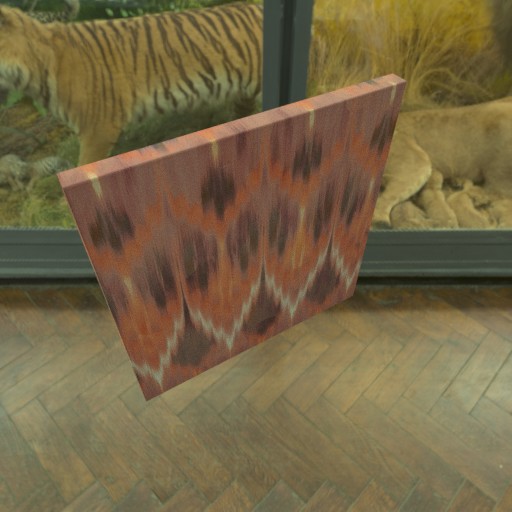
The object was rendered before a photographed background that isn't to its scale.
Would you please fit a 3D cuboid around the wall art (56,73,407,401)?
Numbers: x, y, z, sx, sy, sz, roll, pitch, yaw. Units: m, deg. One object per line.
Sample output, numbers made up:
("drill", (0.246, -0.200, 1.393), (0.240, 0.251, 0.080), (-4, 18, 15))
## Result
("wall art", (0.000, 0.000, 0.910), (0.603, 0.609, 0.037), (-23, 51, -21))
